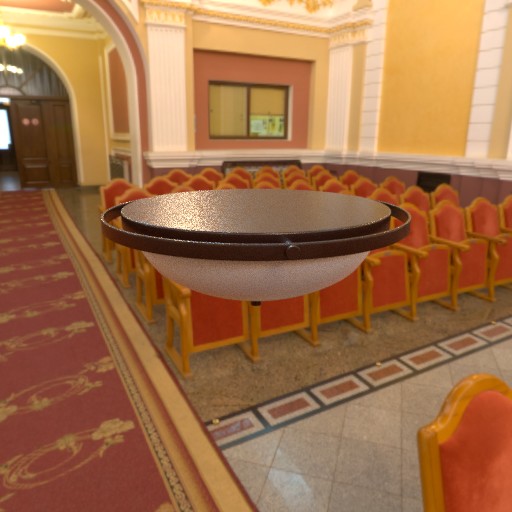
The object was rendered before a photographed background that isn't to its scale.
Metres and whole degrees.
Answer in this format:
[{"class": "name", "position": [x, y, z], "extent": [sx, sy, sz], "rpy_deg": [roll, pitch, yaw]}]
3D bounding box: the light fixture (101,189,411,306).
[{"class": "light fixture", "position": [0.000, 0.000, 0.559], "extent": [0.361, 0.130, 0.361], "rpy_deg": [0, 16, 0]}]
